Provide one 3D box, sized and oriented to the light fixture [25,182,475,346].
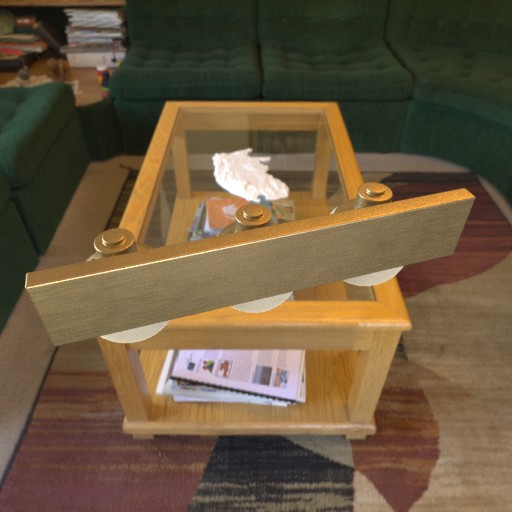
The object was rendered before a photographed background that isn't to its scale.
[{"bbox_3d":[0.000,0.000,0.842,0.721,0.263,0.218,-12,43,-13],"label":"light fixture"}]
